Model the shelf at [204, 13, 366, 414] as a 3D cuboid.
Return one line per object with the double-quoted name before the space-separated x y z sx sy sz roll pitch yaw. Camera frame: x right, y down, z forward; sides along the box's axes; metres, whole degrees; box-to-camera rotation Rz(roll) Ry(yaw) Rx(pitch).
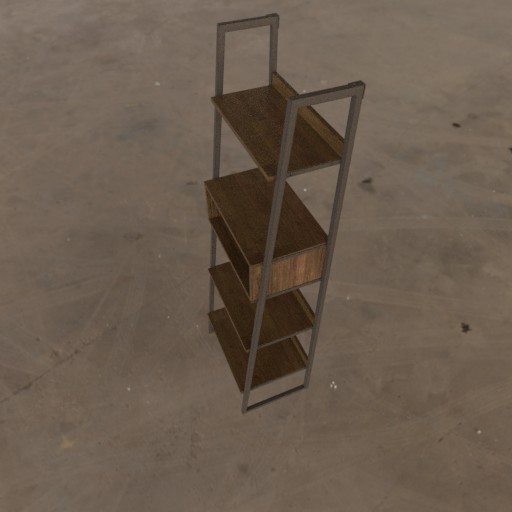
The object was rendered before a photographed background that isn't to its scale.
"shelf" 0.000 0.000 2.227 0.454 2.005 0.652 -17 50 -15
